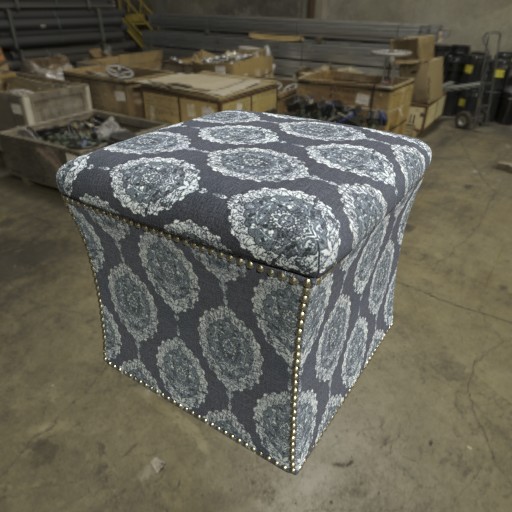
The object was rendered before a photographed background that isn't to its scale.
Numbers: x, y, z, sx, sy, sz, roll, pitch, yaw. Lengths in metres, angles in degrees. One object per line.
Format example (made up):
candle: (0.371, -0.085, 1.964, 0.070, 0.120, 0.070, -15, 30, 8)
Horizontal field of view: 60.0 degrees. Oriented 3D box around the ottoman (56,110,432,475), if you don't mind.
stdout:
ottoman: (0.000, 0.000, 0.881, 0.507, 0.475, 0.497, 19, 36, 29)
